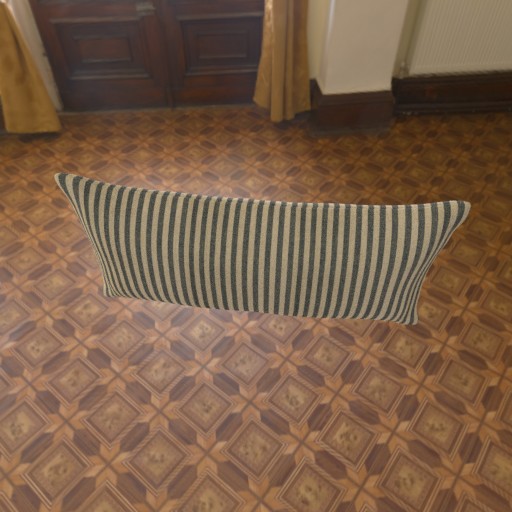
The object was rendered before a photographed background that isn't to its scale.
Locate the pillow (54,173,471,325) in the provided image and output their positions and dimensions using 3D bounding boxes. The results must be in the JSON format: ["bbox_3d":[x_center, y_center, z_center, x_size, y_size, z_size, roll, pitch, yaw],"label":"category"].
[{"bbox_3d":[0.000,0.000,0.757,0.617,0.295,0.151,5,47,4],"label":"pillow"}]
